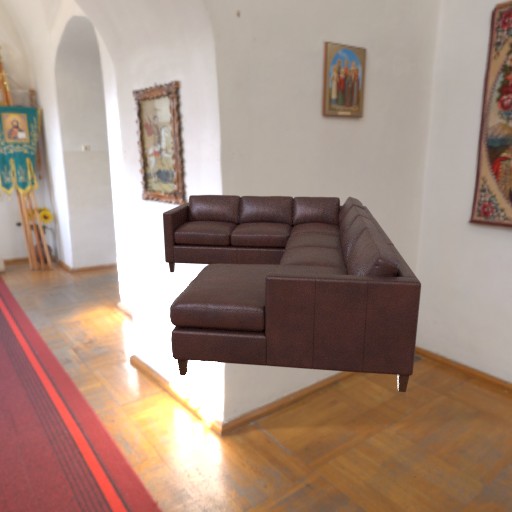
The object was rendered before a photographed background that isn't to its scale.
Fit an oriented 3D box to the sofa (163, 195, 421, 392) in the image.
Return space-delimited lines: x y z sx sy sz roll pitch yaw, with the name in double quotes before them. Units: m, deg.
"sofa" 0.000 0.000 4.434 2.452 0.891 3.324 2 14 8
